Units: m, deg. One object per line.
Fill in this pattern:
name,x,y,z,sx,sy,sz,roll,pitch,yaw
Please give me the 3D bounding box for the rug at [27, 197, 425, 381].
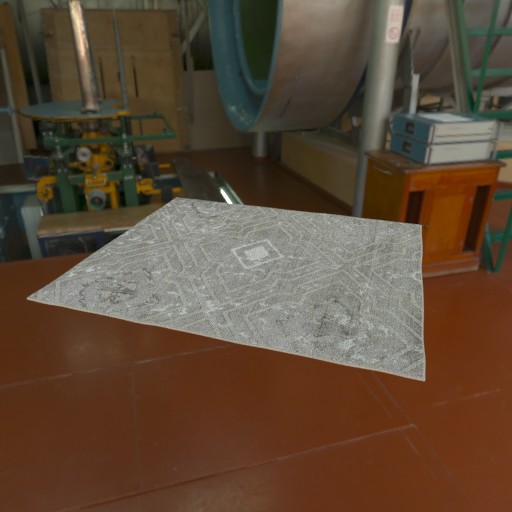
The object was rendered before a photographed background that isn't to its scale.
rug,0.000,0.000,0.893,0.639,0.006,0.548,8,28,16
